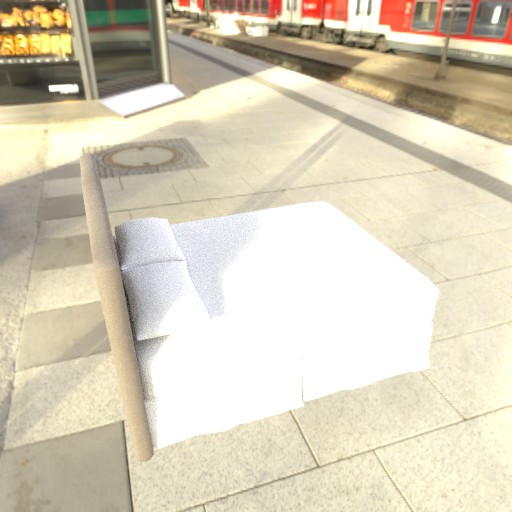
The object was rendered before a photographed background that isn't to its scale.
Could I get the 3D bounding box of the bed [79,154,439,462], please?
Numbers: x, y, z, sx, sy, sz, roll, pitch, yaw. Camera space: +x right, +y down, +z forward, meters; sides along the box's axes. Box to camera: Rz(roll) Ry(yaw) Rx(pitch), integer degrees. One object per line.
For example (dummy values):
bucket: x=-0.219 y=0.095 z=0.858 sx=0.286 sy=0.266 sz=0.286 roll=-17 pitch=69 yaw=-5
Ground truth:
bed: x=0.000 y=0.000 z=3.206 sx=2.128 sy=1.441 sz=1.744 roll=-11 pitch=32 yaw=-18
